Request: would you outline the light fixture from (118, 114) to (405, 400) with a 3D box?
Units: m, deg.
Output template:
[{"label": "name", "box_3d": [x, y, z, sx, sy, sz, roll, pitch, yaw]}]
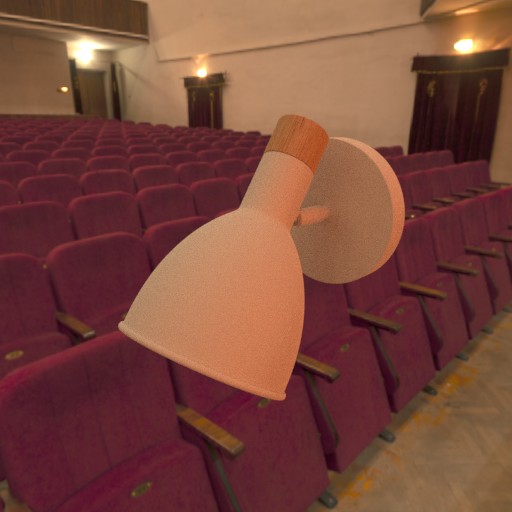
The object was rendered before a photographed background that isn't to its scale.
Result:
[{"label": "light fixture", "box_3d": [0.000, 0.000, 0.325, 0.127, 0.199, 0.209, 15, 22, 41]}]
